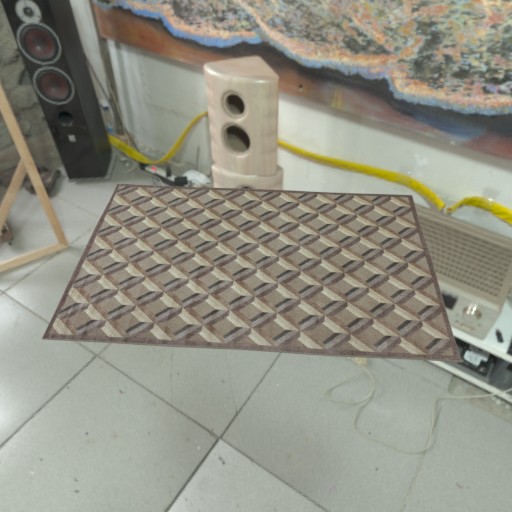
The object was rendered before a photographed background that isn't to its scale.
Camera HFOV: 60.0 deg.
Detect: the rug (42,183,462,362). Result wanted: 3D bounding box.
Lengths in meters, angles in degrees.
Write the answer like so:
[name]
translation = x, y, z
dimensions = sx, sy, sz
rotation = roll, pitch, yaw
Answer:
[rug]
translation = 0.000, 0.000, 2.131
dimensions = 1.677, 0.011, 1.066
rotation = 3, 45, 3
